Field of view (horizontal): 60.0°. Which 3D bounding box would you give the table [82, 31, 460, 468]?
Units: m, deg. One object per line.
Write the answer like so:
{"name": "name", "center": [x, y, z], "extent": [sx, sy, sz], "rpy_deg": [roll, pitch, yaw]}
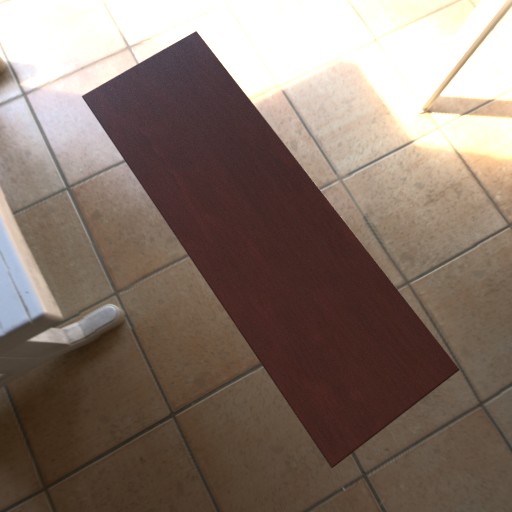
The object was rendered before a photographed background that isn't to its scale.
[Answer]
{"name": "table", "center": [0.000, 0.000, 1.528], "extent": [0.392, 0.739, 1.188], "rpy_deg": [-34, 78, -8]}
